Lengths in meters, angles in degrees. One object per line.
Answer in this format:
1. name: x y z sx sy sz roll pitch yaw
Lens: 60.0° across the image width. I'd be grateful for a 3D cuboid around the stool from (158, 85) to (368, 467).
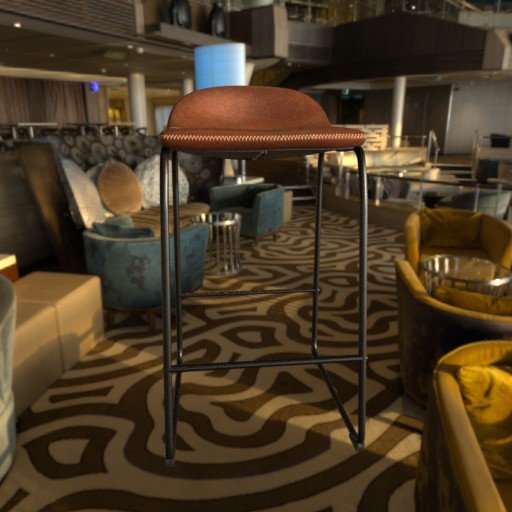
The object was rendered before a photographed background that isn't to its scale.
1. stool: 0.000 0.000 1.104 0.454 0.830 0.473 -2 17 -6
